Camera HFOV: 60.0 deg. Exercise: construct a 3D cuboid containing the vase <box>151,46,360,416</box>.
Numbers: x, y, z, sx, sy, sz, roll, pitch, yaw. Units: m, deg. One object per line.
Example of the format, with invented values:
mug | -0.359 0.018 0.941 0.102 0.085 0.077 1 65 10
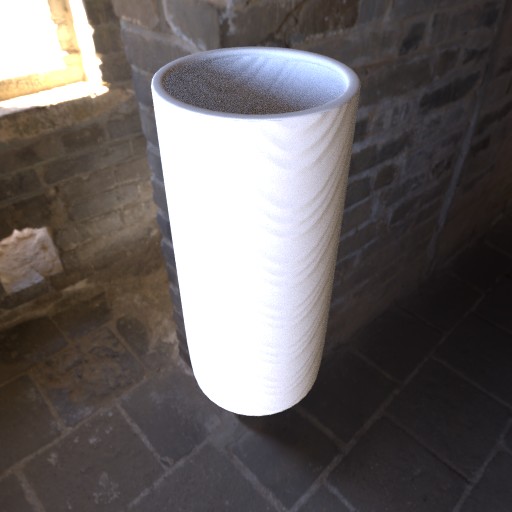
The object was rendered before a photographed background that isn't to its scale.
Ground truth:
vase | 0.000 0.000 0.398 0.143 0.316 0.143 0 41 0
